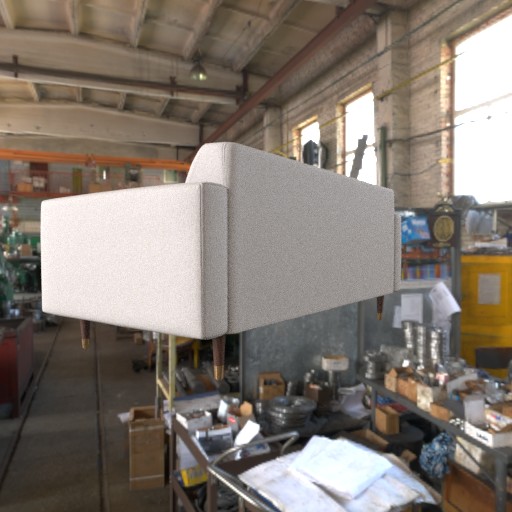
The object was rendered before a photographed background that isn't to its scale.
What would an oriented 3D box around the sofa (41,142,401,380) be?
[{"bbox_3d":[0.000,0.000,2.371,0.969,0.814,1.895,1,2,36],"label":"sofa"}]
